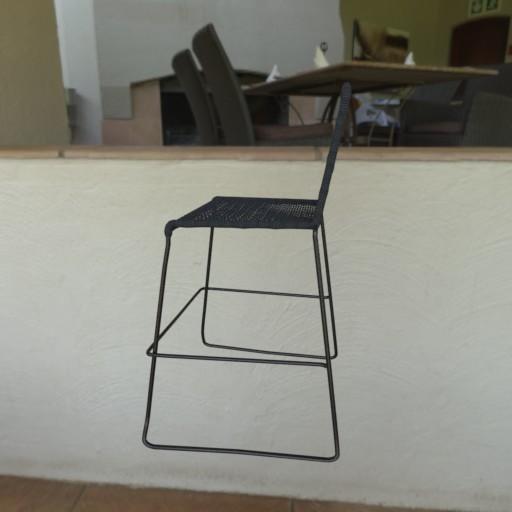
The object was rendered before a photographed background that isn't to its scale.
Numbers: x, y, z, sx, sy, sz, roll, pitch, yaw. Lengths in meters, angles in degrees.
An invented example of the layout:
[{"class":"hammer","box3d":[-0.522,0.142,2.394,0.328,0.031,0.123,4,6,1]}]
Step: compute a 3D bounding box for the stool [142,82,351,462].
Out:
[{"class":"stool","box3d":[0.000,0.000,1.273,0.509,0.905,0.590,3,16,9]}]
